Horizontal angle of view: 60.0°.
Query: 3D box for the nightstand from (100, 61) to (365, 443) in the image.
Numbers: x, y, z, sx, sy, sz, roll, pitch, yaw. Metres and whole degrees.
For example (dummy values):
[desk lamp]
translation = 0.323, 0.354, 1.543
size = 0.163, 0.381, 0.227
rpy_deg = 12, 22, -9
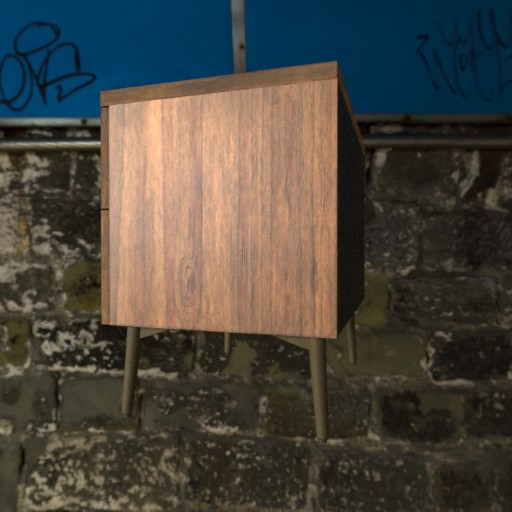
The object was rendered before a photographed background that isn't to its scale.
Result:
[nightstand]
translation = 0.000, 0.000, 1.046
size = 0.458, 0.610, 0.610
rpy_deg = 0, 1, 18
